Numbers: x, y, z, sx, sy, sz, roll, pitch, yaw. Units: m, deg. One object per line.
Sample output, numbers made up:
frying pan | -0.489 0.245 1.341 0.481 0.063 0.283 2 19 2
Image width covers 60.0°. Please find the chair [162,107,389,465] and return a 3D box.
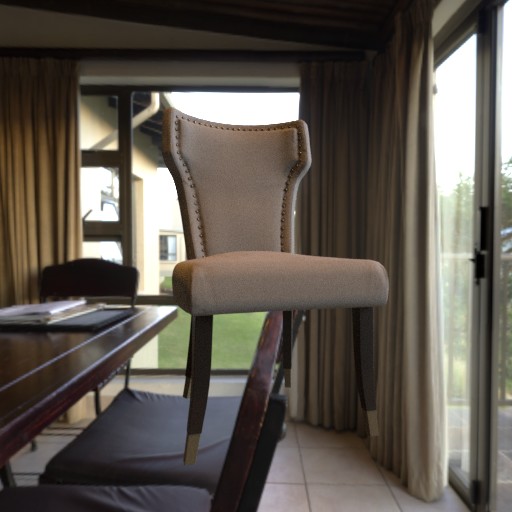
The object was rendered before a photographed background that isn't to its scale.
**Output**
chair | 0.000 0.000 1.337 0.526 0.950 0.630 -1 2 -18
